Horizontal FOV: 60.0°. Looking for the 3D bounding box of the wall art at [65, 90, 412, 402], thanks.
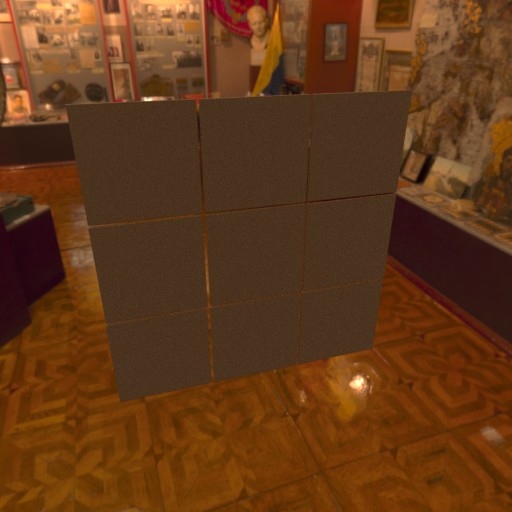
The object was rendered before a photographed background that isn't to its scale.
[{"bbox_3d":[0.000,0.000,1.344,0.919,0.917,0.010,-8,28,-15],"label":"wall art"}]
